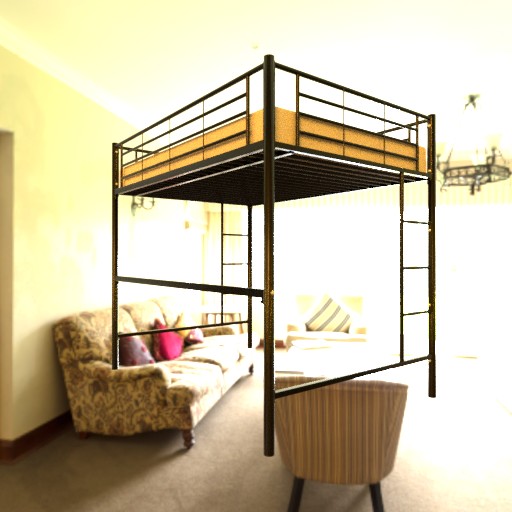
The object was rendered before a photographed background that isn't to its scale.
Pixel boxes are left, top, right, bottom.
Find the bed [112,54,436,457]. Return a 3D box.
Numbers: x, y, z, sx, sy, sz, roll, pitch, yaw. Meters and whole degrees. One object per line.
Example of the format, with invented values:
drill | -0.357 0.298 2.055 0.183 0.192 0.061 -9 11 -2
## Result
bed | 0.000 0.000 3.185 1.397 1.803 1.994 0 0 -38
